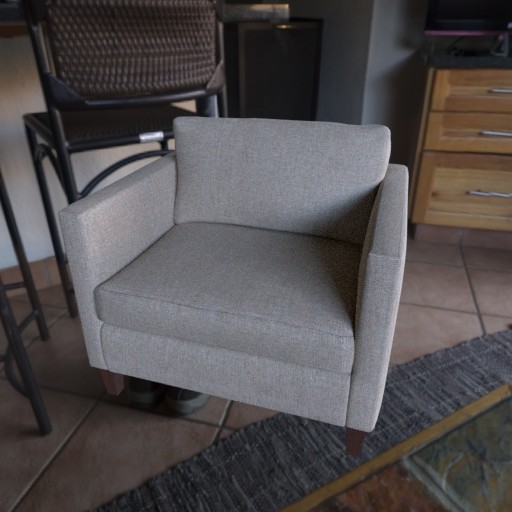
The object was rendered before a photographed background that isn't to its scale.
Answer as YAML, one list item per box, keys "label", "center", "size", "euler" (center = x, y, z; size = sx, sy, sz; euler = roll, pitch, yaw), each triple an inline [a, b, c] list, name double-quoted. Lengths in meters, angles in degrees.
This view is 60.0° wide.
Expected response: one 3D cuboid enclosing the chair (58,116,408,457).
- label: "chair"
  center: [0.000, 0.000, 1.790]
  size: [1.107, 0.987, 0.959]
  euler: [8, 28, 16]
